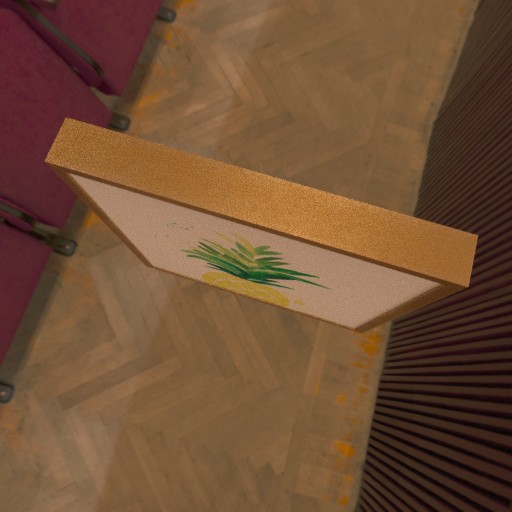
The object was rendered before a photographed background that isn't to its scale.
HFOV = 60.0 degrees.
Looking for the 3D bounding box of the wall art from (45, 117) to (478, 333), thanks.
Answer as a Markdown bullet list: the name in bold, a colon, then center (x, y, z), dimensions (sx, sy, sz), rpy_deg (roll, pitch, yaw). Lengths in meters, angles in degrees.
- **wall art**: center (0.000, 0.000, 0.456), dimensions (0.306, 0.305, 0.038), rpy_deg (17, 75, 5)
